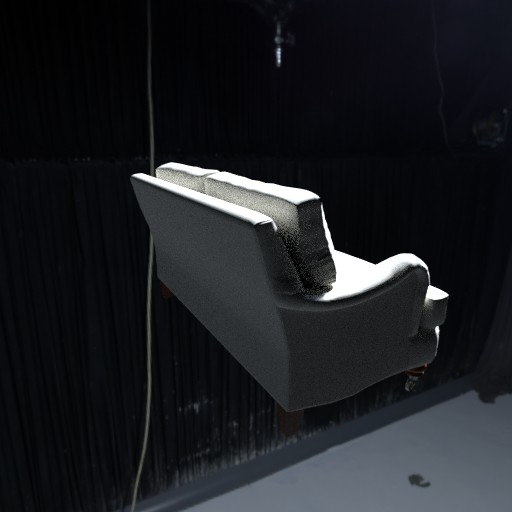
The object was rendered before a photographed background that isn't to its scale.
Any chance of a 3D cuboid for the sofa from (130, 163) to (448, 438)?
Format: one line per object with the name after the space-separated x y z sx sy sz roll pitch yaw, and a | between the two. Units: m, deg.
0.000 0.000 2.818 1.086 1.087 2.159 -8 17 -26 | sofa
